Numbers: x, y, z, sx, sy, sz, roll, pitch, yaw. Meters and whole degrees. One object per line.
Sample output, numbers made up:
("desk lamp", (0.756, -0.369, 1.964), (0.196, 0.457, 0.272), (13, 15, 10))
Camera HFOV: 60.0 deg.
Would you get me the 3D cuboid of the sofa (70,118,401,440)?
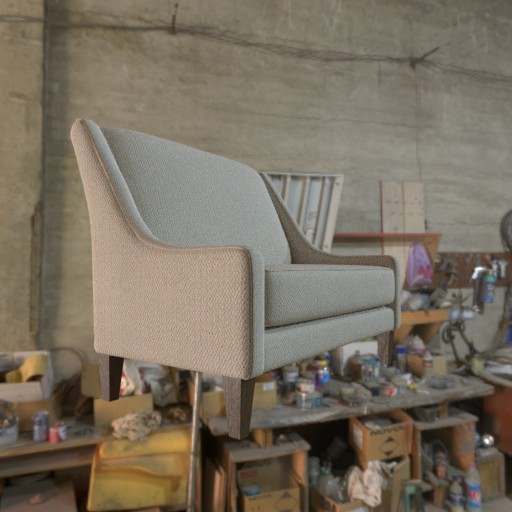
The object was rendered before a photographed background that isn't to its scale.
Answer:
("sofa", (0.000, 0.000, 1.891), (0.870, 1.022, 1.242), (-1, -2, 36))
